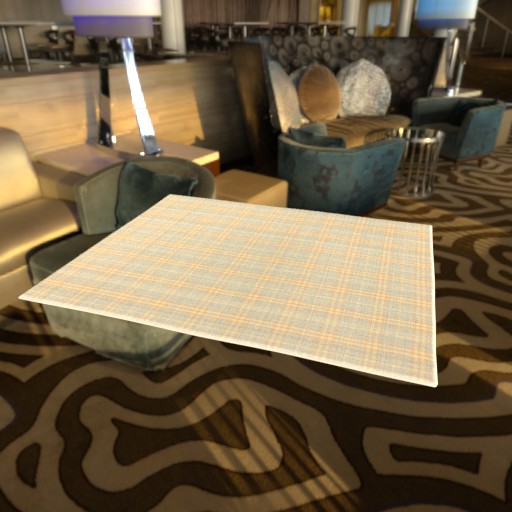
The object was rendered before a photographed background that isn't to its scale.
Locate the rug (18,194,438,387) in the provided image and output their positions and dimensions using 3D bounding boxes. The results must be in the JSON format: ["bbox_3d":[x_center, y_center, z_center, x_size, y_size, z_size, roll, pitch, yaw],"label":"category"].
[{"bbox_3d":[0.000,0.000,4.026,3.066,0.030,2.462,9,29,16],"label":"rug"}]
